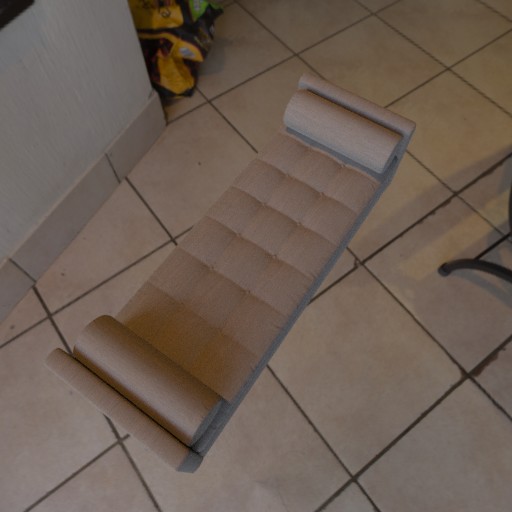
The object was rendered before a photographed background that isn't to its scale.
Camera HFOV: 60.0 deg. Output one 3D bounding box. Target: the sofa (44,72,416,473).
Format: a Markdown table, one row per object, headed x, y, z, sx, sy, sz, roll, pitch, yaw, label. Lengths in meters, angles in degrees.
| x | y | z | sx | sy | sz | roll | pitch | yaw | label |
| --- | --- | --- | --- | --- | --- | --- | --- | --- | --- |
| 0.000 | 0.000 | 2.281 | 0.686 | 0.635 | 1.981 | 32 | 67 | 15 | sofa |
